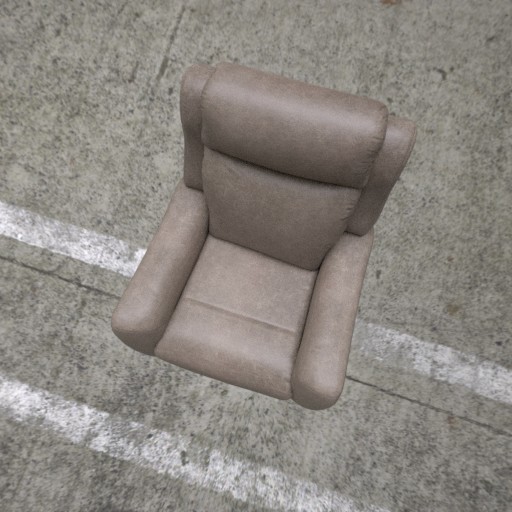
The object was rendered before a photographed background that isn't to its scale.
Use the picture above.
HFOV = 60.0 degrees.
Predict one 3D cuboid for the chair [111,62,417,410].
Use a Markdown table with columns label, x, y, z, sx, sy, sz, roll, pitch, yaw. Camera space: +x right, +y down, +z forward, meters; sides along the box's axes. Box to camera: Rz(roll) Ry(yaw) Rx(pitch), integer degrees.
| label | x | y | z | sx | sy | sz | roll | pitch | yaw |
| --- | --- | --- | --- | --- | --- | --- | --- | --- | --- |
| chair | 0.000 | 0.000 | 1.887 | 0.967 | 1.116 | 1.068 | 17 | 74 | 5 |
